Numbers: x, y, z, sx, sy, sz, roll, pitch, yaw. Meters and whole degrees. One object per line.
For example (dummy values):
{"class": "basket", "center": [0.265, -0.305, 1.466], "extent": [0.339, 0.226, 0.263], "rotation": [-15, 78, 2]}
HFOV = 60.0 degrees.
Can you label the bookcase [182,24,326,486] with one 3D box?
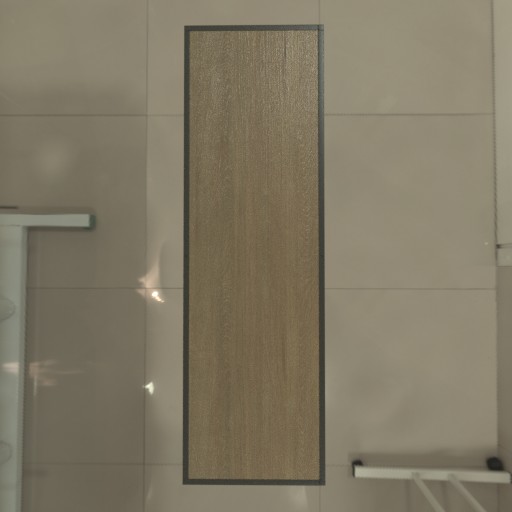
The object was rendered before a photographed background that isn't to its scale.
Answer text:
{"class": "bookcase", "center": [0.000, 0.000, 1.485], "extent": [0.350, 0.780, 1.140], "rotation": [0, 89, 1]}
